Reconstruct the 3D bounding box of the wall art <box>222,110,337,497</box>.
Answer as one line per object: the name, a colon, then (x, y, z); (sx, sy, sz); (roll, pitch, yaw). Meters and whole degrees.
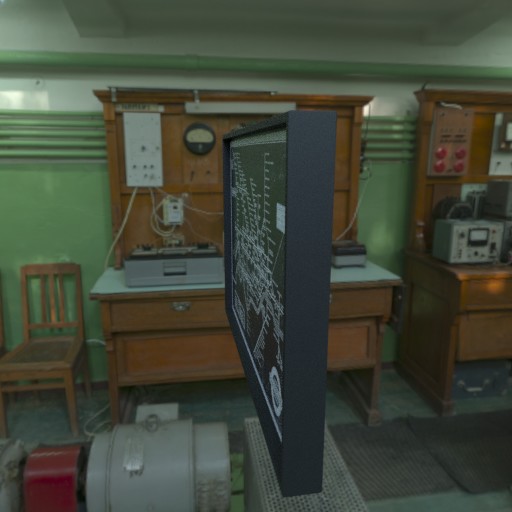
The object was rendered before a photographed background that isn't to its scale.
wall art: (0.000, 0.000, 0.820); (0.051, 0.456, 0.671); (-2, 13, -10)
